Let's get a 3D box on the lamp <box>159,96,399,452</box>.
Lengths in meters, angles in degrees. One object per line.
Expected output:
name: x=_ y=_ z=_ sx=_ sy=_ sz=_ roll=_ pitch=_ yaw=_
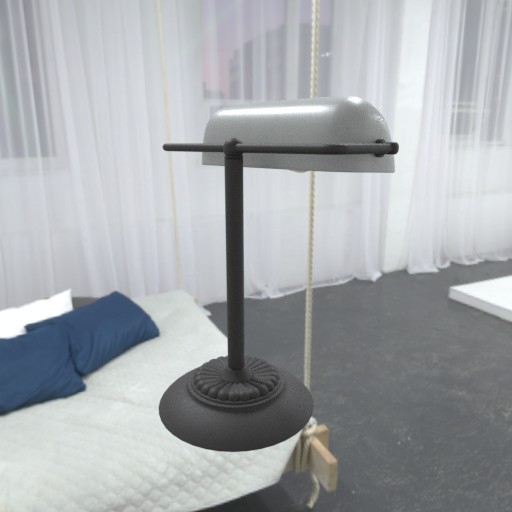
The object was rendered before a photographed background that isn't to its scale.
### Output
lamp: x=0.000 y=0.000 z=0.500 sx=0.264 sy=0.339 sz=0.243 roll=14 pitch=20 yaw=43
